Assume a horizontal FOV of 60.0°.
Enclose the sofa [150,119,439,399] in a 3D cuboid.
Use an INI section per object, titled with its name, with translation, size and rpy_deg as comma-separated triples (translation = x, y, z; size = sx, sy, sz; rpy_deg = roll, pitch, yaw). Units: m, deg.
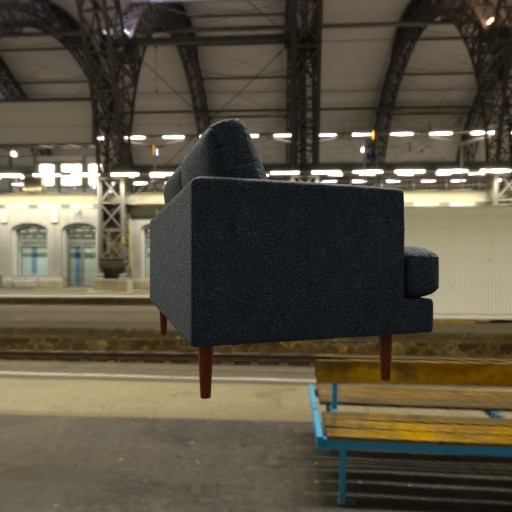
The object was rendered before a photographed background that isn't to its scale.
[sofa]
translation = 0.000, 0.000, 2.182
size = 0.903, 0.944, 1.582
rpy_deg = 0, 0, -18
